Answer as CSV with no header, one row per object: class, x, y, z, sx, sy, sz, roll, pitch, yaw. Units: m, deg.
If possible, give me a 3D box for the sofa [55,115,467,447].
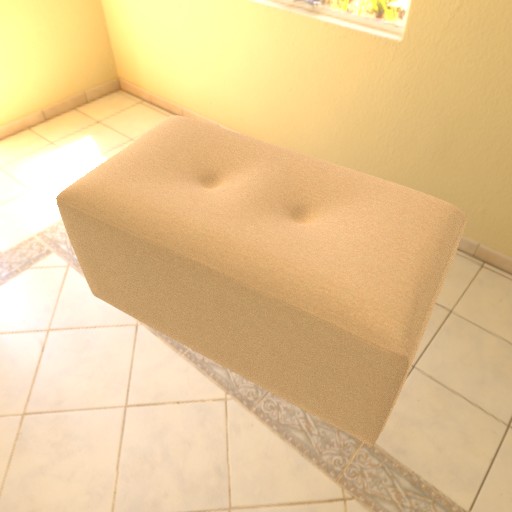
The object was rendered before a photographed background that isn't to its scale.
sofa,0.000,0.000,1.206,0.930,0.470,0.480,23,50,21
